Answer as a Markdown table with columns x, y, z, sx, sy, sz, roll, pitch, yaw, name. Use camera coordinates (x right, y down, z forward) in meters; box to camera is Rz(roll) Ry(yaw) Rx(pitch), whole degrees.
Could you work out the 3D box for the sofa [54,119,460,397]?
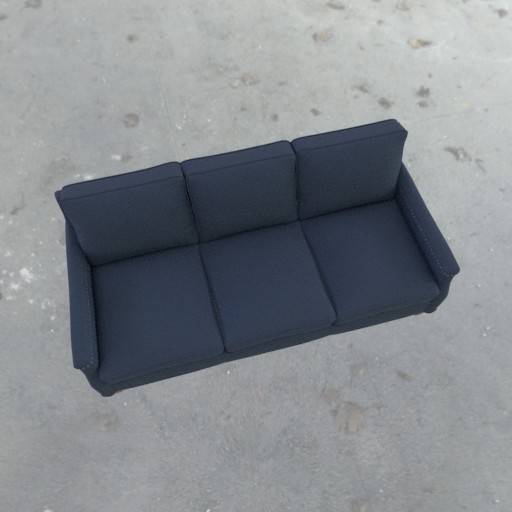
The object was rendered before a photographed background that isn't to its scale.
| x | y | z | sx | sy | sz | roll | pitch | yaw | name |
| --- | --- | --- | --- | --- | --- | --- | --- | --- | --- |
| 0.000 | 0.000 | 2.776 | 2.246 | 1.003 | 1.084 | -13 | 64 | -7 | sofa |
